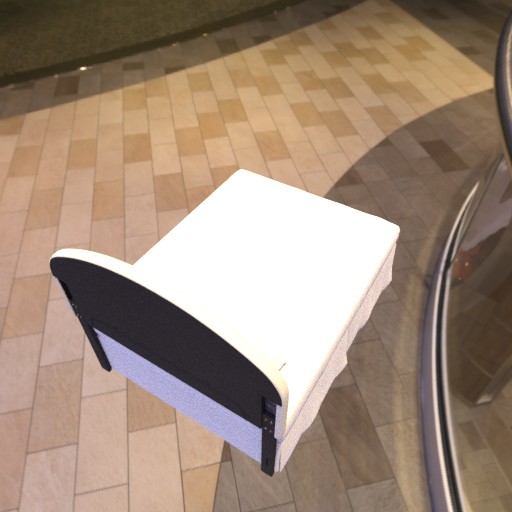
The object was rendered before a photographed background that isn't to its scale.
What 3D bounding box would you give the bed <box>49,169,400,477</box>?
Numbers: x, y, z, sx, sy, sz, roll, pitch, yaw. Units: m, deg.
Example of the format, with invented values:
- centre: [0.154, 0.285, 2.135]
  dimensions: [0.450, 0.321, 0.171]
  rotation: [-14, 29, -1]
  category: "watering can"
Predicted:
- centre: [0.000, 0.000, 3.083]
  dimensions: [1.607, 1.410, 2.005]
  rotation: [24, 50, 21]
  category: "bed"
